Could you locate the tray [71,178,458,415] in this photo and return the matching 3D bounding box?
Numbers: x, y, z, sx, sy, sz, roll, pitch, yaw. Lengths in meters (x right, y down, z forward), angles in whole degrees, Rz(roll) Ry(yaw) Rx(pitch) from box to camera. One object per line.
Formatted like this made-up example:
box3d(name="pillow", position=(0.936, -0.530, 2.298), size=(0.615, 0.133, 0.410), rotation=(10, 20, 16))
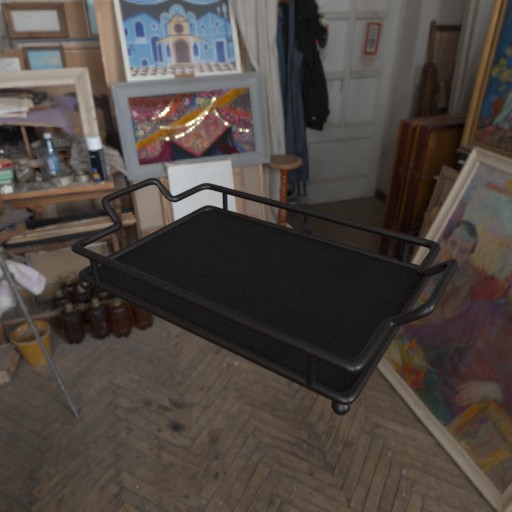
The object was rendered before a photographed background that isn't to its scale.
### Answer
box3d(name="tray", position=(0.000, 0.000, 0.615), size=(0.495, 0.101, 0.297), rotation=(19, 35, 29))
